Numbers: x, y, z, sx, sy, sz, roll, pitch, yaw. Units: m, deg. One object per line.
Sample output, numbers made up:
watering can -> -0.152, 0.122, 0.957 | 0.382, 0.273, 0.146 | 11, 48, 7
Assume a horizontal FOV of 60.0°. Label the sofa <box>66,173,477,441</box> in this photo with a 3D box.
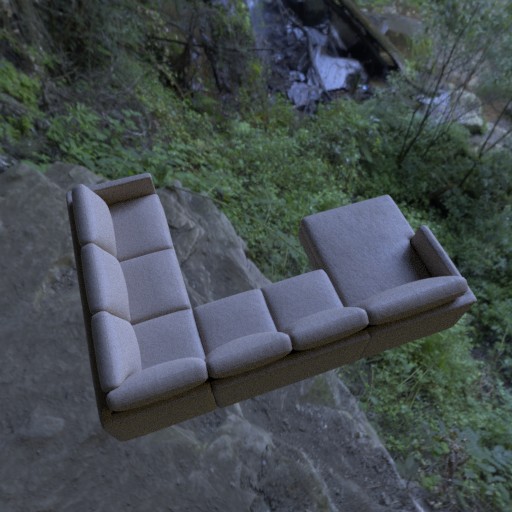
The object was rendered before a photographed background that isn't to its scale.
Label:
sofa -> 0.000, 0.000, 4.528 | 3.403, 0.889, 2.551 | -16, 59, -10
